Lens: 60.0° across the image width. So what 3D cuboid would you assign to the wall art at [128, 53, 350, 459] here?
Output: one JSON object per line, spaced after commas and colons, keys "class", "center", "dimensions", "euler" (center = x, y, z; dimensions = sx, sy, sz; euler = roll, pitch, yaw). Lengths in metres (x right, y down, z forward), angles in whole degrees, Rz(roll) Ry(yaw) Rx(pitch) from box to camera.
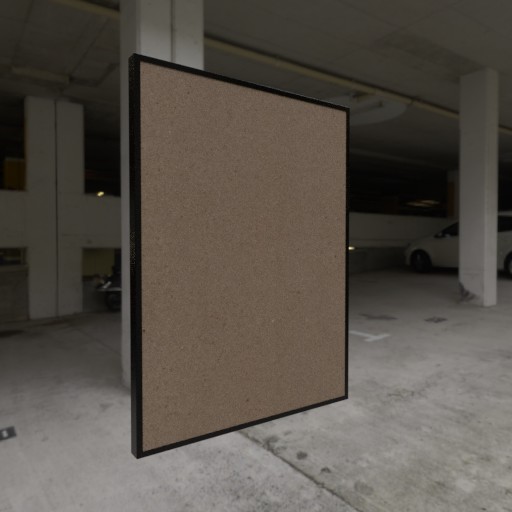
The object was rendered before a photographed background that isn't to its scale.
{"class": "wall art", "center": [0.000, 0.000, 1.383], "dimensions": [0.788, 1.046, 0.043], "euler": [-1, 2, -35]}
